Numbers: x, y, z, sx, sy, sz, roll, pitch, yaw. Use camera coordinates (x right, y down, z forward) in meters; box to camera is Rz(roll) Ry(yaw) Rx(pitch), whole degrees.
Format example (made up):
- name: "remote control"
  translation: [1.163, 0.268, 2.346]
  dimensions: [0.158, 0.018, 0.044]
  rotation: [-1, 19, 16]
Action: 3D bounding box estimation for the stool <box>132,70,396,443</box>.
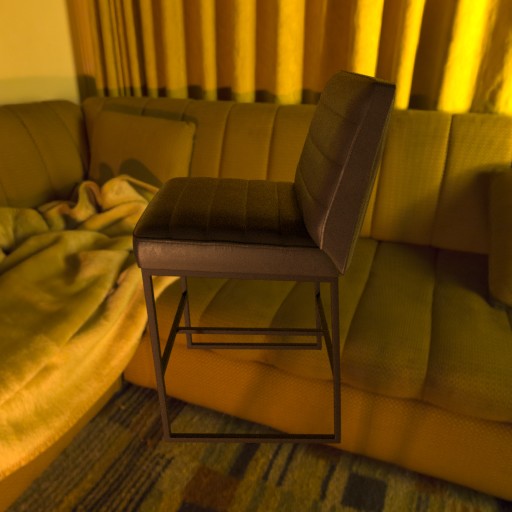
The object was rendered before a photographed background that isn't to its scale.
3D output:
- name: "stool"
  translation: [0.000, 0.000, 1.225]
  dimensions: [0.552, 0.938, 0.457]
  rotation: [0, 25, 0]
